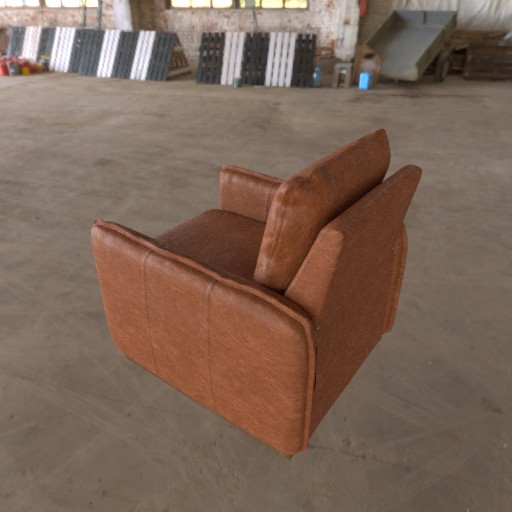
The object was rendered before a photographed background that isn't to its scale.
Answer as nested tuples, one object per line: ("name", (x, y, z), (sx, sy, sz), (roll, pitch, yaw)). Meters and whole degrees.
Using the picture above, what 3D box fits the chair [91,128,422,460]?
("chair", (0.000, 0.000, 1.633), (0.922, 0.922, 0.830), (20, 36, 30))
